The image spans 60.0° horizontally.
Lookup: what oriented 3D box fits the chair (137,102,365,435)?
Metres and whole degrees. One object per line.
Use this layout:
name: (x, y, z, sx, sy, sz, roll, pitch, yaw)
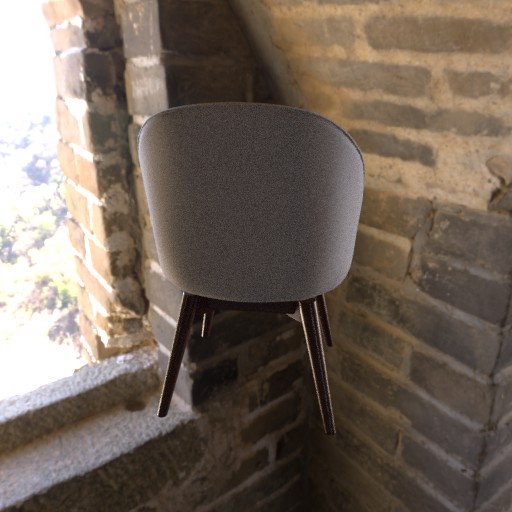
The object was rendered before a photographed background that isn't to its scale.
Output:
chair: (0.000, 0.000, 1.272, 0.596, 0.823, 0.635, 3, 18, 8)
